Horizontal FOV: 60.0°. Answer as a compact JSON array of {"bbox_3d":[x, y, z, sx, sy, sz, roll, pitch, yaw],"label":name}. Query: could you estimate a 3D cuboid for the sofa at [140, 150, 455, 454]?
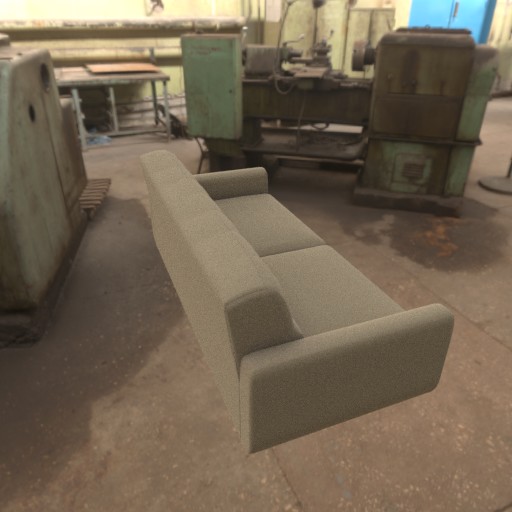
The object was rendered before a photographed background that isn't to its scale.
[{"bbox_3d":[0.000,0.000,2.625,0.980,0.892,2.137,-11,31,-19],"label":"sofa"}]
